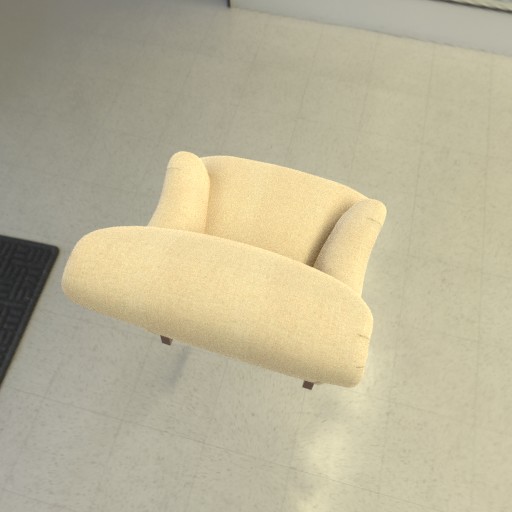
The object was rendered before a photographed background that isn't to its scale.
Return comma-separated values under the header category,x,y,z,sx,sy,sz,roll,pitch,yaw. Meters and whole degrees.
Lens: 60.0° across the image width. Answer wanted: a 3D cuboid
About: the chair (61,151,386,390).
category,x,y,z,sx,sy,sz,roll,pitch,yaw
chair,0.000,0.000,1.528,0.766,0.944,0.842,16,66,7
